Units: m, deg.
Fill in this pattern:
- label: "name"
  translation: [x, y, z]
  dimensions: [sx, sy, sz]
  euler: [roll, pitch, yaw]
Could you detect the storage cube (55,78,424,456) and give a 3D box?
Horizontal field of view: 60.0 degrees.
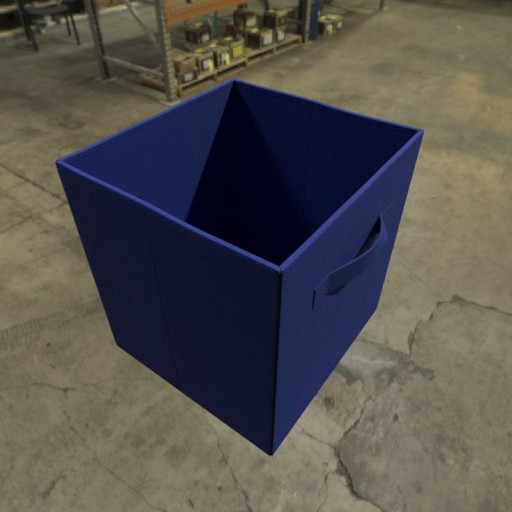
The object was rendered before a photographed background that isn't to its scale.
- label: "storage cube"
  translation: [0.000, 0.000, 0.519]
  dimensions: [0.270, 0.280, 0.270]
  euler: [26, 48, 26]
